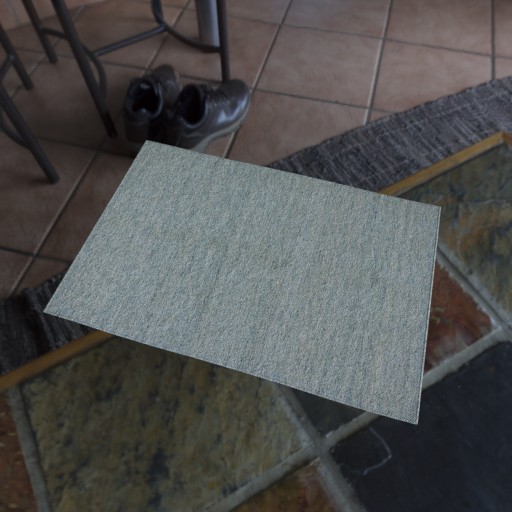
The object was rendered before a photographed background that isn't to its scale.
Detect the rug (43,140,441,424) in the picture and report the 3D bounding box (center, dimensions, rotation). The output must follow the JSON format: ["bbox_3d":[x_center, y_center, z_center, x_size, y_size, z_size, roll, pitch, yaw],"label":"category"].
[{"bbox_3d":[0.000,0.000,2.944,2.283,0.013,1.547,15,60,9],"label":"rug"}]
